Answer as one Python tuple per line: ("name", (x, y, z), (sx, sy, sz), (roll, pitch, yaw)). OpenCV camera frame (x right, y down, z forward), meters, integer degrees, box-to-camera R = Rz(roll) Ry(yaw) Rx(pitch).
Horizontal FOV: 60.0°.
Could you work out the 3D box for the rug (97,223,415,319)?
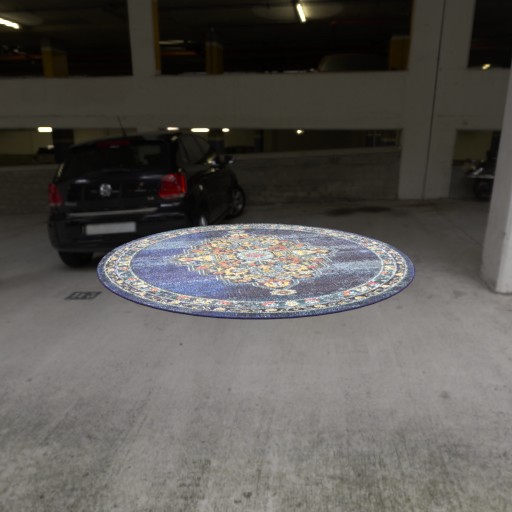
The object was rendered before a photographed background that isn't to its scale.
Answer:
("rug", (0.000, 0.000, 2.340), (1.591, 0.010, 1.591), (0, 16, 0))
